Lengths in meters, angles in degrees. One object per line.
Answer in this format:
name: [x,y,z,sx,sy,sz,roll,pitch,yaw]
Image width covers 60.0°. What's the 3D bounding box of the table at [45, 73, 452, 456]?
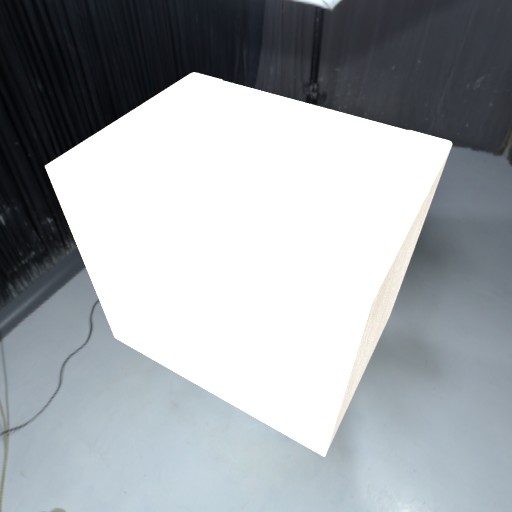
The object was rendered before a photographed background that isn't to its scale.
table: [0.000,0.000,0.946,0.570,0.510,0.420,23,50,20]
